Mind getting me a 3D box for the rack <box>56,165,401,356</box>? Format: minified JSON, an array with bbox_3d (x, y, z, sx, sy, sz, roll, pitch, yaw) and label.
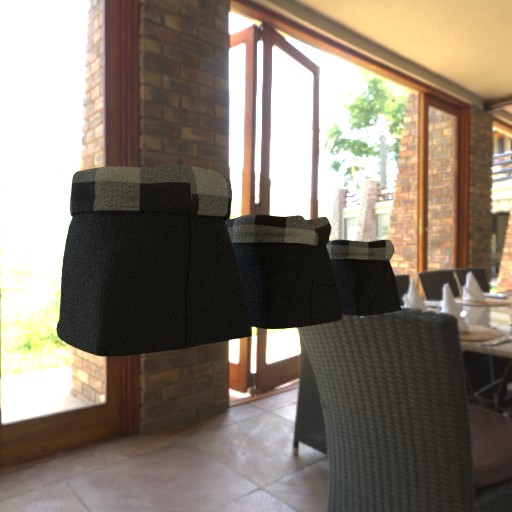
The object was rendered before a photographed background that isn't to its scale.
[{"bbox_3d":[0.000,0.000,1.083,0.889,0.329,0.370,-1,1,-38],"label":"rack"}]
